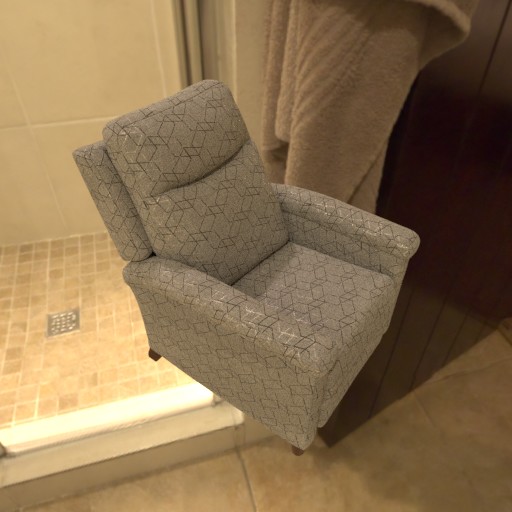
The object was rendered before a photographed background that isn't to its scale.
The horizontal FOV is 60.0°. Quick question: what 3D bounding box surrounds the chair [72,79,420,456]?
[{"bbox_3d":[0.000,0.000,1.679,0.987,1.048,0.753,26,48,27],"label":"chair"}]
